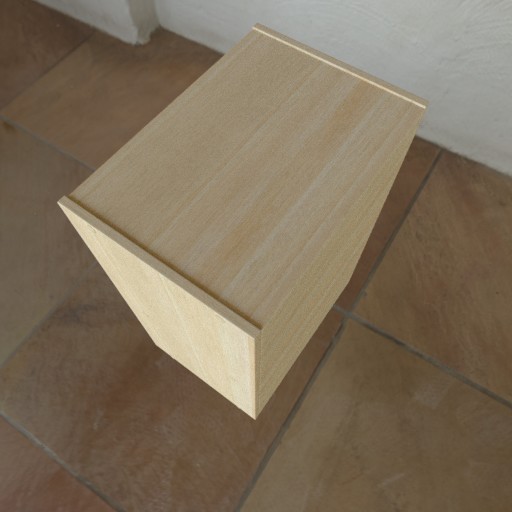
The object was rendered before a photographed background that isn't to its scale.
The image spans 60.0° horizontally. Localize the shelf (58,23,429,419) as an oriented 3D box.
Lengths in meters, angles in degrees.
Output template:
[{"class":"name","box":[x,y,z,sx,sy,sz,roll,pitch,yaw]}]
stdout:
[{"class":"shelf","box":[0.000,0.000,0.828,0.290,0.592,0.414,32,67,16]}]
